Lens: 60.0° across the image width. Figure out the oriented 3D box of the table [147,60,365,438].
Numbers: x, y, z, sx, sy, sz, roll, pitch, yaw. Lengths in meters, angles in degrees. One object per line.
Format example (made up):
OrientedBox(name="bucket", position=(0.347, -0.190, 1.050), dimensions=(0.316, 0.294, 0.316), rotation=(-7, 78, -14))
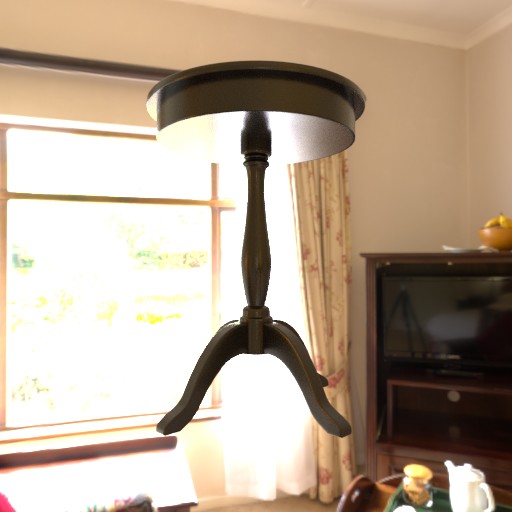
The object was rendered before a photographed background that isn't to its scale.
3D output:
OrientedBox(name="table", position=(0.000, 0.000, 0.991), dimensions=(0.481, 0.665, 0.481), rotation=(0, -1, 0))
